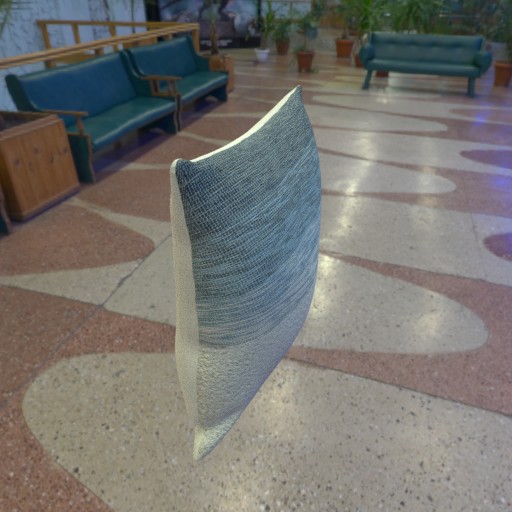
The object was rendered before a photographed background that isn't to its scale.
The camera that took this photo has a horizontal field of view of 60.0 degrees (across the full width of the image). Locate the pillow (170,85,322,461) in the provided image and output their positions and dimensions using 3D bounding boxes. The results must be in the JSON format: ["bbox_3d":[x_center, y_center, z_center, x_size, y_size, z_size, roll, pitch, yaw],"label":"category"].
[{"bbox_3d":[0.000,0.000,0.685,0.182,0.441,0.440,11,33,17],"label":"pillow"}]
